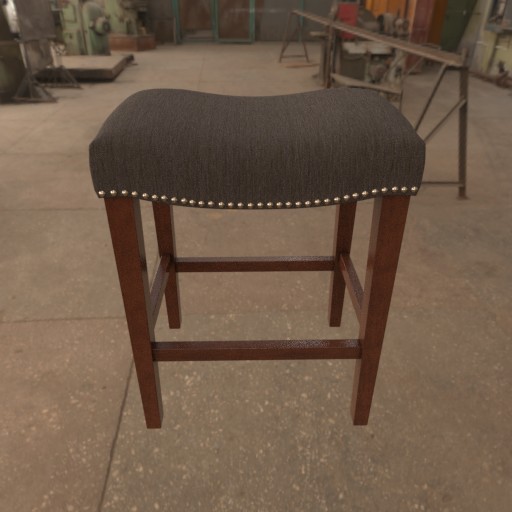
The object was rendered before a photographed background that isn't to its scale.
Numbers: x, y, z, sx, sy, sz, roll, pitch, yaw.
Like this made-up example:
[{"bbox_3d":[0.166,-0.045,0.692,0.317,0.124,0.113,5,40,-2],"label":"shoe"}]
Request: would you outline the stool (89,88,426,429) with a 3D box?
[{"bbox_3d":[0.000,0.000,0.948,0.504,0.654,0.372,-1,31,-1],"label":"stool"}]
